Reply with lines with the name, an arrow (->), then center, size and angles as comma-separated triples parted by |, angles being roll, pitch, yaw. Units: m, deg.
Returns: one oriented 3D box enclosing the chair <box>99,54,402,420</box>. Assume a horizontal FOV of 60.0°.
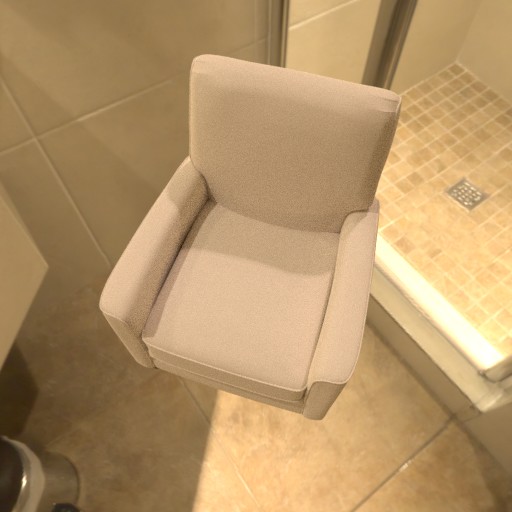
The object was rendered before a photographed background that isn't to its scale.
chair -> 0.000, 0.000, 1.610 | 0.841, 1.028, 0.858 | 15, 60, 9
